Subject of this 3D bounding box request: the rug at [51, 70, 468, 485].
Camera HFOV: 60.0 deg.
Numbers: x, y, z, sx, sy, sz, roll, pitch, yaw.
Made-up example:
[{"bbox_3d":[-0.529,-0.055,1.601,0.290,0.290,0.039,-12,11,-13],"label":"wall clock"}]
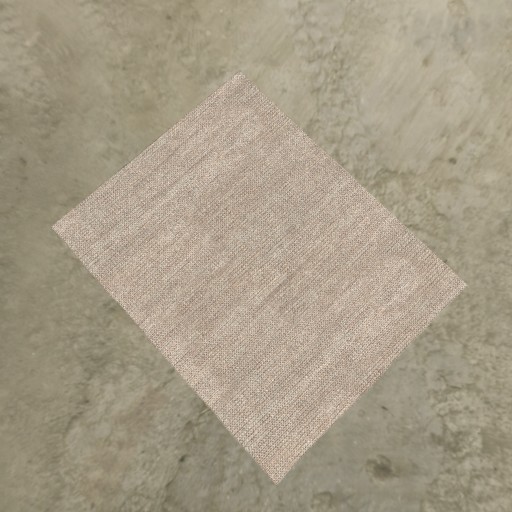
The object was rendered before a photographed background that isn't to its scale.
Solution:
[{"bbox_3d":[0.000,0.000,4.077,2.429,0.030,3.052,-43,81,-9],"label":"rug"}]
